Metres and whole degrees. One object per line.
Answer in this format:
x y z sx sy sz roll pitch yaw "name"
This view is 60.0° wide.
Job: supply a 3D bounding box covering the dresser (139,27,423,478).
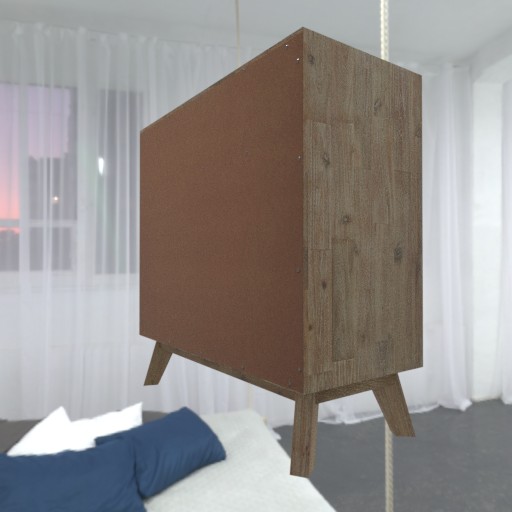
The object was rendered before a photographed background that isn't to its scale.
0.000 0.000 1.536 0.455 1.029 0.998 0 -1 -36 "dresser"
